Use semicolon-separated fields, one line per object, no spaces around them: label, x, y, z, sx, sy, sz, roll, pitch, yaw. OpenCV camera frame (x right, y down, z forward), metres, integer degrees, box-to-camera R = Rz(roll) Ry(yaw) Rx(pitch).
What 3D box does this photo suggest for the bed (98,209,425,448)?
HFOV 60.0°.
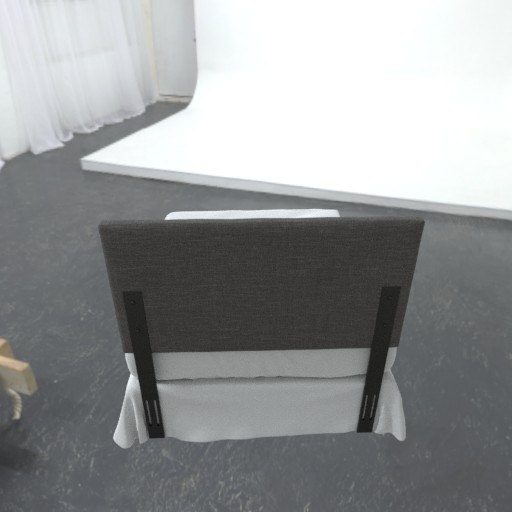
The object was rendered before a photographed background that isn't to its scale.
bed;0.000;0.000;3.452;1.936;1.577;2.222;-1;30;-2
